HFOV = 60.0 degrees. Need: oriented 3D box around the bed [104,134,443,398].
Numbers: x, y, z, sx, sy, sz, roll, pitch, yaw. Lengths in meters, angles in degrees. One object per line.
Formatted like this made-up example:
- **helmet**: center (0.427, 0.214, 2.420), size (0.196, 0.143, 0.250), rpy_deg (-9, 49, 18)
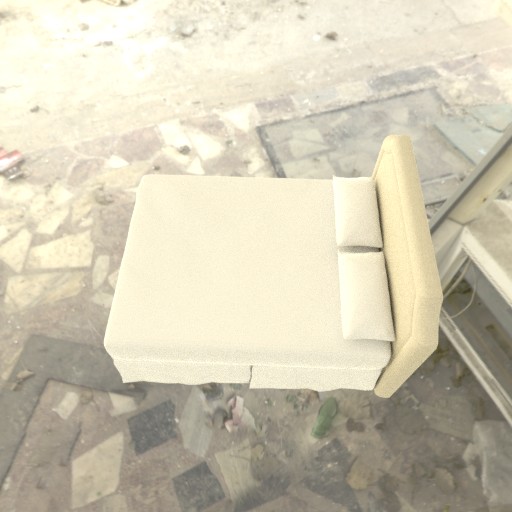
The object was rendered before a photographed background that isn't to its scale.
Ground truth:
- **bed**: center (0.000, 0.000, 3.301), size (2.116, 1.290, 1.693), rpy_deg (2, 58, 1)
